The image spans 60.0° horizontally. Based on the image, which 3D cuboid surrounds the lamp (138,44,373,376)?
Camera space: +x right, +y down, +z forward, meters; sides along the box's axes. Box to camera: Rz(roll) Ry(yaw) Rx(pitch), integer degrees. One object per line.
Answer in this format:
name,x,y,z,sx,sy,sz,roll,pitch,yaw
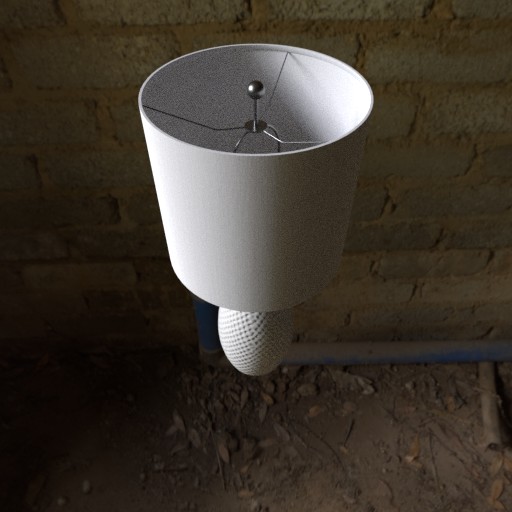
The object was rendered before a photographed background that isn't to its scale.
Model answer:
lamp,0.000,0.000,0.575,0.214,0.466,0.214,-32,54,-27
